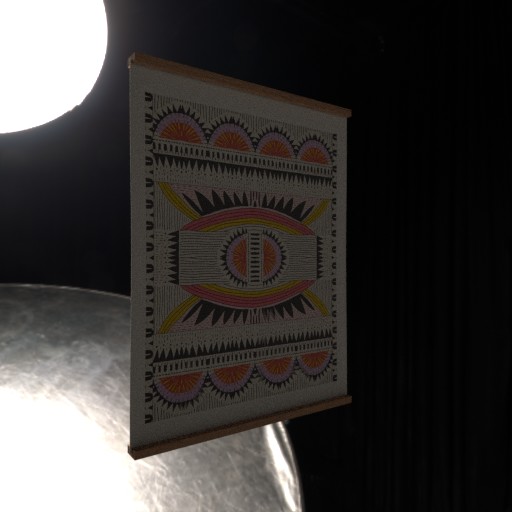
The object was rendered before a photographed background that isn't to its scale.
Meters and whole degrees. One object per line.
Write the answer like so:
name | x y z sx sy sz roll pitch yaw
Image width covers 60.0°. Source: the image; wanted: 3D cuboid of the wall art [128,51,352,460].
wall art | 0.000 0.000 0.697 0.403 0.527 0.028 0 0 -35
